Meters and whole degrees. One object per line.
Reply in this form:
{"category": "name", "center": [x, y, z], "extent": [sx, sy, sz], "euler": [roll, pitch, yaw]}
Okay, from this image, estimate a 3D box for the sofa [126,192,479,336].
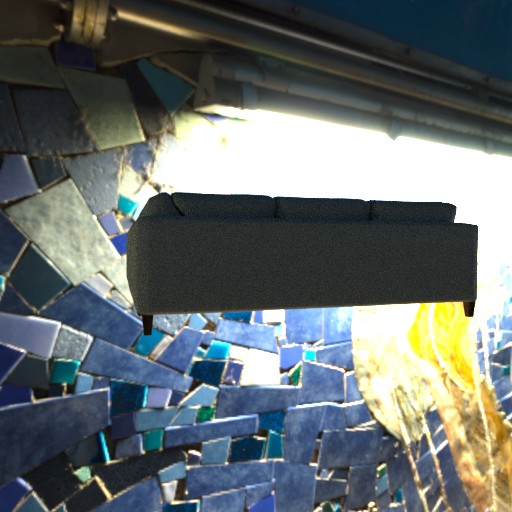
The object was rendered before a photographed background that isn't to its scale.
{"category": "sofa", "center": [0.000, 0.000, 4.589], "extent": [2.551, 0.889, 3.403], "euler": [0, 1, -17]}
